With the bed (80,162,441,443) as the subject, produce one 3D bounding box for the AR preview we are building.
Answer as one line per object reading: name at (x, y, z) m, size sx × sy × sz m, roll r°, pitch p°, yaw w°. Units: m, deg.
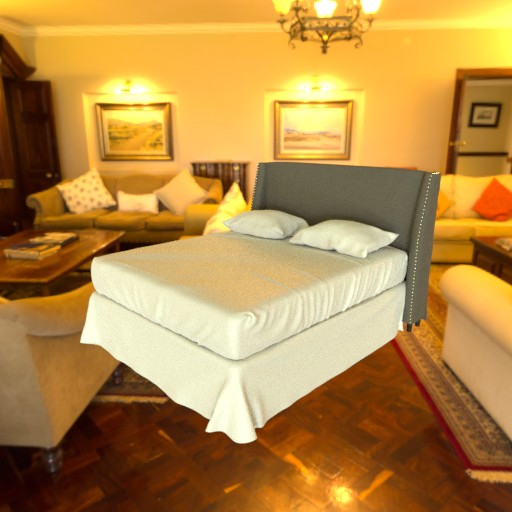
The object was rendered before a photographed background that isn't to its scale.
bed at (0.000, 0.000, 3.531) m, size 1.925 × 1.332 × 2.276 m, roll 15°, pitch 21°, yaw 43°
